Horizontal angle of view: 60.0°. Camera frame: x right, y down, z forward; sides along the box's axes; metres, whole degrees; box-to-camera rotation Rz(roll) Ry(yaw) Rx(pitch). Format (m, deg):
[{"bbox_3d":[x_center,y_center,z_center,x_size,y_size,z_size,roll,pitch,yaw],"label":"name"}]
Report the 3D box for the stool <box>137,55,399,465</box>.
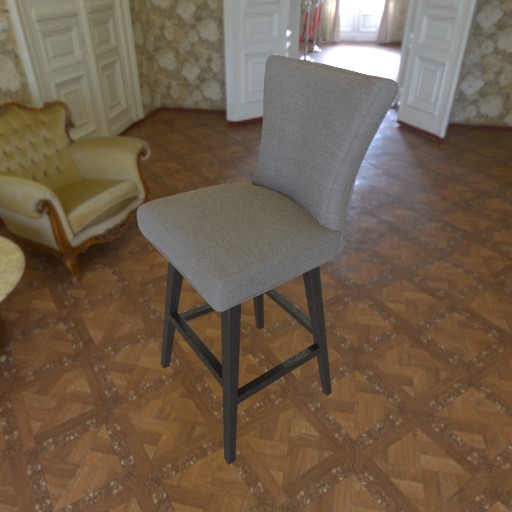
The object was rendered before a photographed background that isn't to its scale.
[{"bbox_3d":[0.000,0.000,1.406,0.574,1.086,0.514,-20,38,-28],"label":"stool"}]
